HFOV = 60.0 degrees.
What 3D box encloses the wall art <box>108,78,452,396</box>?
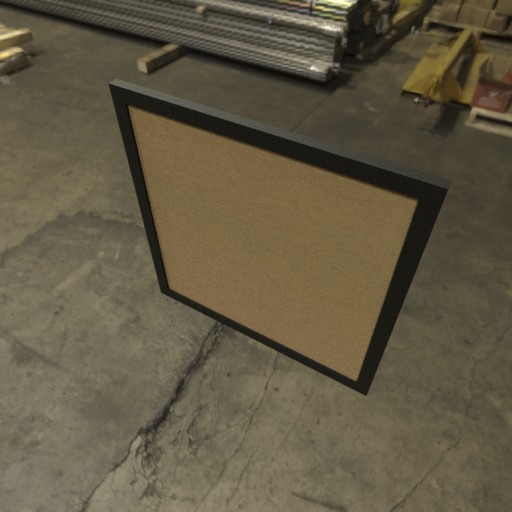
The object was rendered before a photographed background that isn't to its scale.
[{"bbox_3d":[0.000,0.000,0.541,0.356,0.356,0.013,23,51,20],"label":"wall art"}]
